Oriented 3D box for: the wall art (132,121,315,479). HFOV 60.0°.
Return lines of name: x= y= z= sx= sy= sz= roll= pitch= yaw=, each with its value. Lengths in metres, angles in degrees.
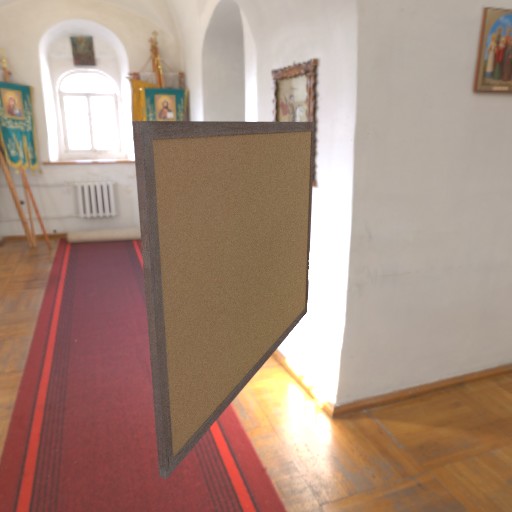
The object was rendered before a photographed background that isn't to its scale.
wall art: x=0.000 y=0.000 z=1.334 sx=0.019 sy=0.774 sz=1.012 roll=8 pitch=18 yaw=24
